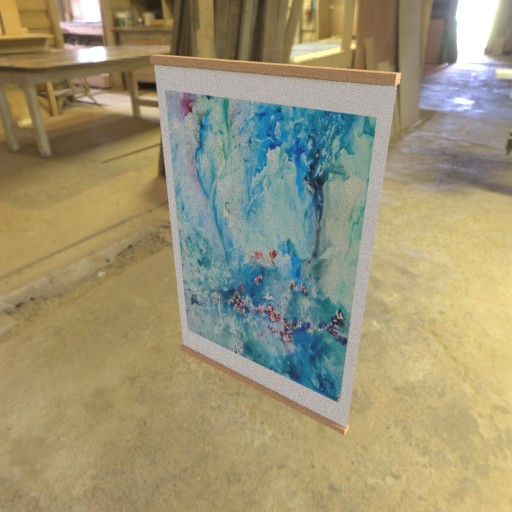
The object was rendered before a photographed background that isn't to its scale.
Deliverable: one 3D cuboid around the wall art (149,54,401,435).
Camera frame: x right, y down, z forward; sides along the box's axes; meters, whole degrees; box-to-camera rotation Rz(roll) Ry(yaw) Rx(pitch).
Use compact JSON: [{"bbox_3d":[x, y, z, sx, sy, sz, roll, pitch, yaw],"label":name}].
[{"bbox_3d":[0.000,0.000,1.879,0.991,1.510,0.040,19,34,30],"label":"wall art"}]
